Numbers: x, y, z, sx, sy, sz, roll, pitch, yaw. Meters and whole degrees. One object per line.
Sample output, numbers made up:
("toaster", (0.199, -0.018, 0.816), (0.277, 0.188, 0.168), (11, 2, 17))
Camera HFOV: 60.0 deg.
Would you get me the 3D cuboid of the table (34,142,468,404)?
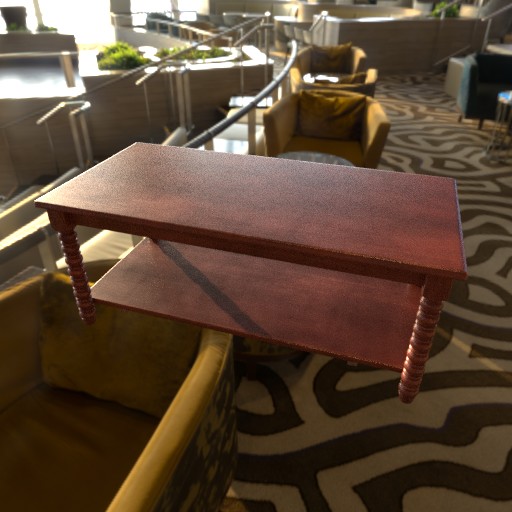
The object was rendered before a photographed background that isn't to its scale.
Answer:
("table", (0.000, 0.000, 1.482), (1.171, 0.485, 0.580), (10, 34, 15))
